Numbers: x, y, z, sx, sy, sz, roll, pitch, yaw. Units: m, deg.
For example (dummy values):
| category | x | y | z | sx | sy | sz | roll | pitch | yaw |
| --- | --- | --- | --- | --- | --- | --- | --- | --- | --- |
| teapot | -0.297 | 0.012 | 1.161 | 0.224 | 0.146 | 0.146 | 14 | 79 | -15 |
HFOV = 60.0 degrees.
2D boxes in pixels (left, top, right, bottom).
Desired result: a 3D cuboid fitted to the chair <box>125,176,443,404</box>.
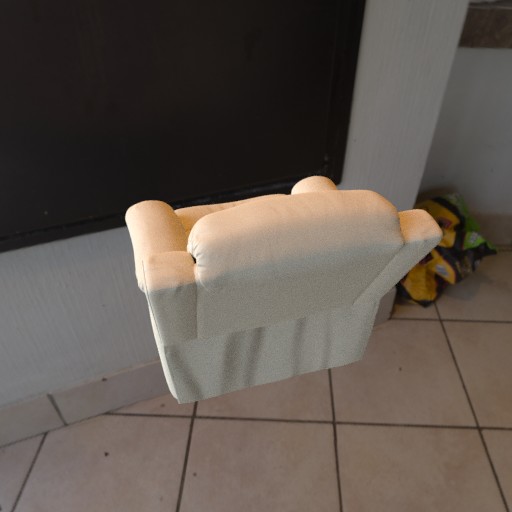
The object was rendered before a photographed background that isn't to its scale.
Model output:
| category | x | y | z | sx | sy | sz | roll | pitch | yaw |
| --- | --- | --- | --- | --- | --- | --- | --- | --- | --- |
| chair | 0.000 | 0.000 | 1.244 | 0.680 | 0.702 | 0.709 | -10 | 41 | -12 |
